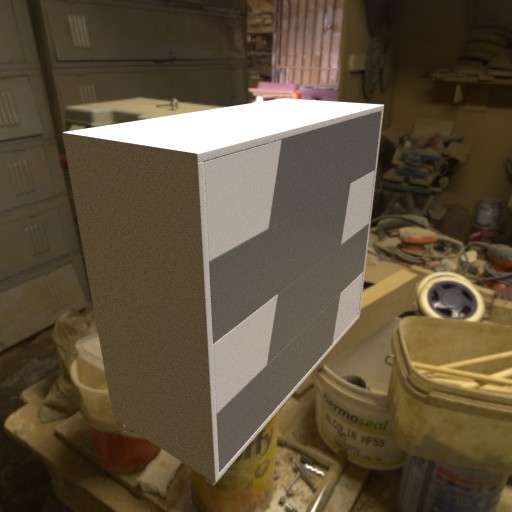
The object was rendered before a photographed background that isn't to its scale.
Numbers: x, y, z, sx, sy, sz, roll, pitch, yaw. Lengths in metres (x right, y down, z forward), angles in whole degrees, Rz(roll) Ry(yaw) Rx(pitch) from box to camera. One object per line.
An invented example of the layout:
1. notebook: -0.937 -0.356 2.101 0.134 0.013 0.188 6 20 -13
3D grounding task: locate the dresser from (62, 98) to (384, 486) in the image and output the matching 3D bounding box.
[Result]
1. dresser: 0.000 0.000 1.644 0.460 1.000 1.100 16 29 31
